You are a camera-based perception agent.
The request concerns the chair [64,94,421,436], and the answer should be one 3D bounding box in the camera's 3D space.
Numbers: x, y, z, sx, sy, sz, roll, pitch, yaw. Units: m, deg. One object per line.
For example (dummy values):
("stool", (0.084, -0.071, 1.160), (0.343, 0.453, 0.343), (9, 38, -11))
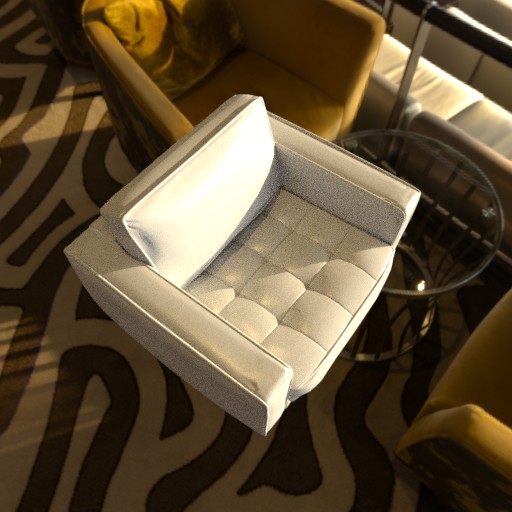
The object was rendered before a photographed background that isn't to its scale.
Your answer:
("chair", (0.000, 0.000, 1.572), (0.843, 0.773, 0.928), (33, 64, 19))
